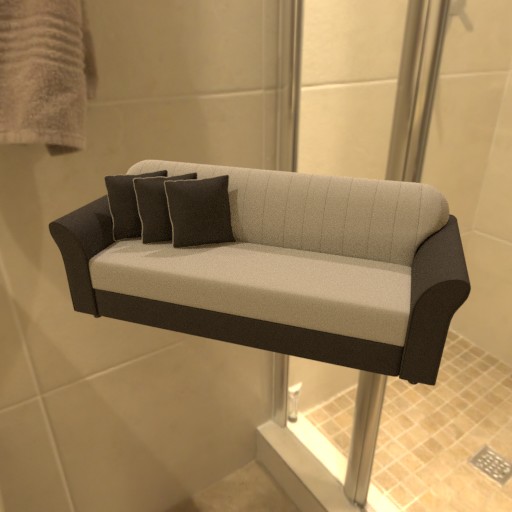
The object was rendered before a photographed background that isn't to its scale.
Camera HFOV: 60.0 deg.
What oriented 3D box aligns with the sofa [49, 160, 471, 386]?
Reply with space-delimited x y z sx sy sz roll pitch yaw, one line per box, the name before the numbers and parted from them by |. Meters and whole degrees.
sofa | 0.000 0.000 2.395 2.001 0.787 0.755 8 27 16
